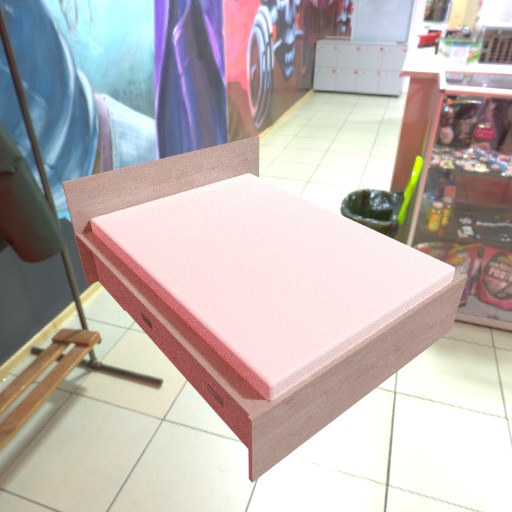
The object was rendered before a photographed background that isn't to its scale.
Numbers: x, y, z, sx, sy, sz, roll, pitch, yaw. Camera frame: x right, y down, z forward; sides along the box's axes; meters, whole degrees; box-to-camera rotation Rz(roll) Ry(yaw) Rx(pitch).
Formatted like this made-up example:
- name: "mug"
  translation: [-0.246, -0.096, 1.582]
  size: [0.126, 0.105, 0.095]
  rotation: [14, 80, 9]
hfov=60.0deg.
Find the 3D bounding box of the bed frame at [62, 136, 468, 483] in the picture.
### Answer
- name: "bed frame"
  translation: [0.000, 0.000, 2.837]
  size: [1.622, 0.800, 1.960]
  rotation: [-23, 38, -32]
